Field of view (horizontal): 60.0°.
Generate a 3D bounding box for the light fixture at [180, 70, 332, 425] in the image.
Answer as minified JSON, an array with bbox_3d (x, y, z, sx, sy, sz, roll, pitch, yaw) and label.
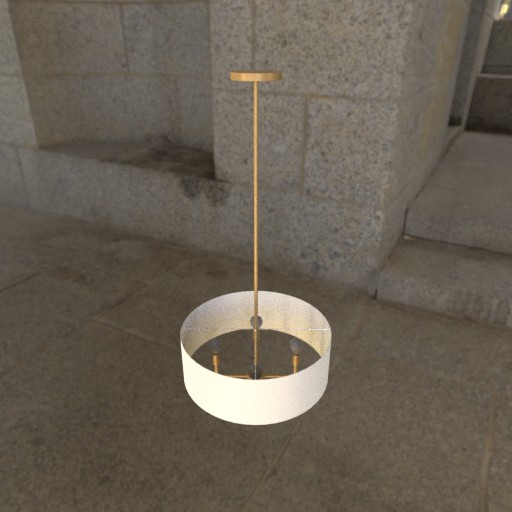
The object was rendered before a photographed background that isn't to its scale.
[{"bbox_3d":[0.000,0.000,1.386,0.508,1.067,0.508,0,26,0],"label":"light fixture"}]
